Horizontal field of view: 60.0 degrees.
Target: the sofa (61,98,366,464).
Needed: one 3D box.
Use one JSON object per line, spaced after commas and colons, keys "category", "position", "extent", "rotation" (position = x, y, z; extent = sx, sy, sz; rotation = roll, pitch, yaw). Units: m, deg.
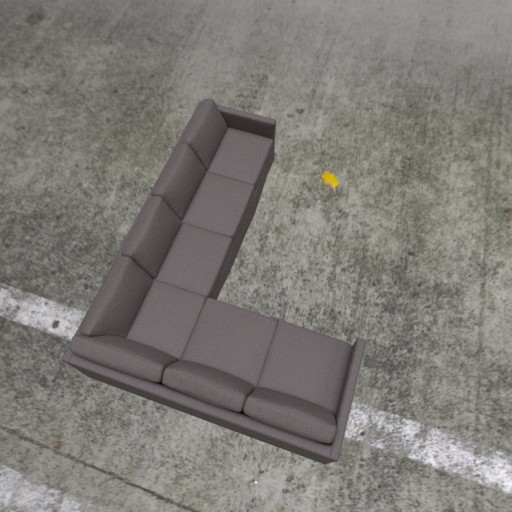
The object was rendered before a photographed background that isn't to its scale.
{"category": "sofa", "position": [0.000, 0.000, 4.458], "extent": [2.432, 0.871, 3.182], "rotation": [17, 64, 8]}
